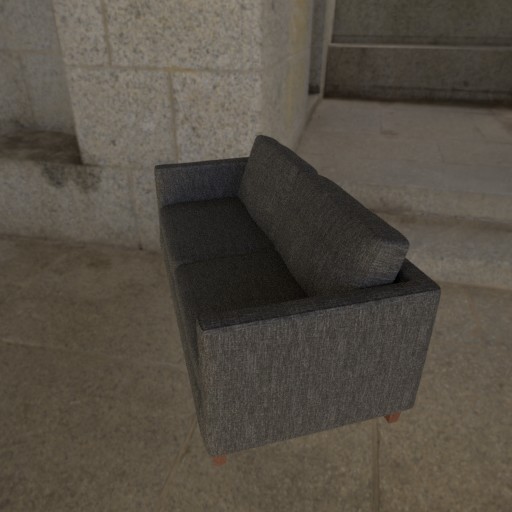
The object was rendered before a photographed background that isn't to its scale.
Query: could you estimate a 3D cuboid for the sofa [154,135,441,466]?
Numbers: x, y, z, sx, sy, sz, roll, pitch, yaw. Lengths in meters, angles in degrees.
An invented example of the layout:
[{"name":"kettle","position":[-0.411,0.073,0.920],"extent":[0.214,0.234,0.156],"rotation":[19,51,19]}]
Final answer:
[{"name":"sofa","position":[0.000,0.000,2.449],"extent":[0.950,0.963,1.884],"rotation":[-8,30,-14]}]
